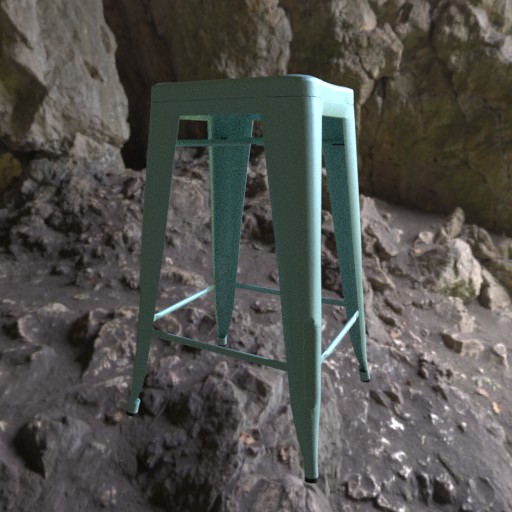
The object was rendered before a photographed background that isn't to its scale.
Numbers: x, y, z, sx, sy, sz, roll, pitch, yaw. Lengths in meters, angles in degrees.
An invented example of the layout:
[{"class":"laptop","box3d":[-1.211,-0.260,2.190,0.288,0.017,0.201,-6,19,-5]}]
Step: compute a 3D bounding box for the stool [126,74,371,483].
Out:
[{"class":"stool","box3d":[0.000,0.000,0.849,0.399,0.609,0.359,8,17,26]}]
